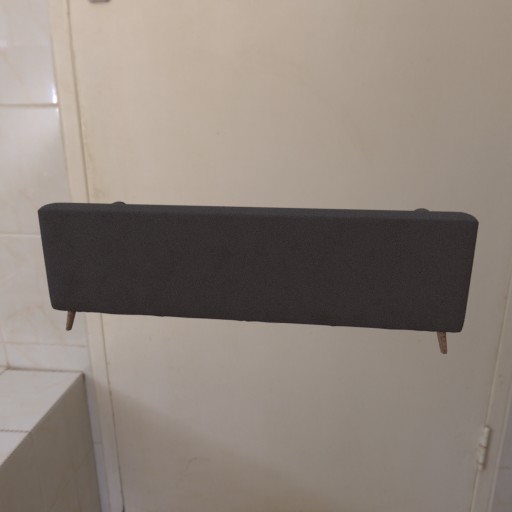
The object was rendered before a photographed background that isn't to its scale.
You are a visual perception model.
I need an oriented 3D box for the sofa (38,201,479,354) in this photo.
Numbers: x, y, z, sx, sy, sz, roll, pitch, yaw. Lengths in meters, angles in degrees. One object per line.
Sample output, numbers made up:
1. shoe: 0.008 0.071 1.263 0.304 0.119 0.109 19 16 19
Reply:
1. sofa: 0.000 0.000 2.680 2.190 0.740 0.900 2 17 7
